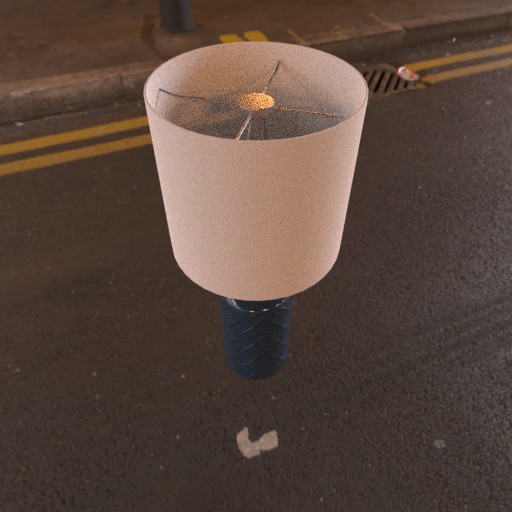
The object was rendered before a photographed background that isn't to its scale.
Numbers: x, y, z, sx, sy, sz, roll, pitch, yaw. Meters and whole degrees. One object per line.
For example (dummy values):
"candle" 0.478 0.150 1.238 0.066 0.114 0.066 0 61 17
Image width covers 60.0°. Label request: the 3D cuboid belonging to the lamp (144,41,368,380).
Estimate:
"lamp" 0.000 0.000 0.577 0.207 0.461 0.207 11 47 11
